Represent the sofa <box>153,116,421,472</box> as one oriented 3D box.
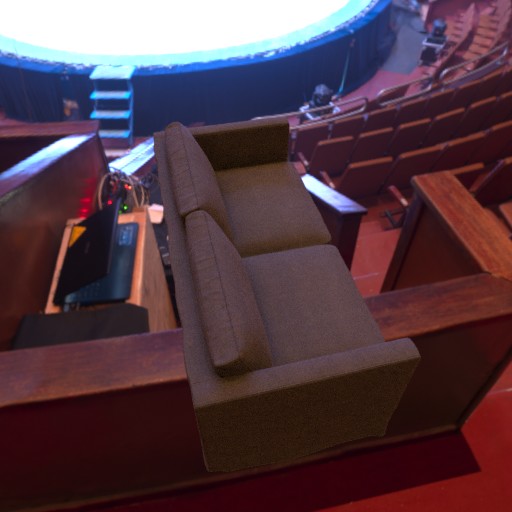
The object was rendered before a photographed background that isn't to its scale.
[{"bbox_3d":[0.000,0.000,2.541,0.953,0.855,1.982,-10,47,-9],"label":"sofa"}]
